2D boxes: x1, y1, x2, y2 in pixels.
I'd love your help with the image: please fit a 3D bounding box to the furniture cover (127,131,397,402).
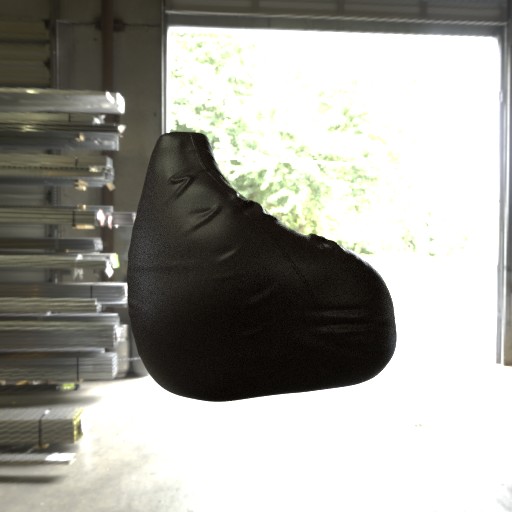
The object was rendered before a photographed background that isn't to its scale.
[{"bbox_3d":[0.000,0.000,1.912,1.070,0.990,1.070,0,1,-18],"label":"furniture cover"}]
